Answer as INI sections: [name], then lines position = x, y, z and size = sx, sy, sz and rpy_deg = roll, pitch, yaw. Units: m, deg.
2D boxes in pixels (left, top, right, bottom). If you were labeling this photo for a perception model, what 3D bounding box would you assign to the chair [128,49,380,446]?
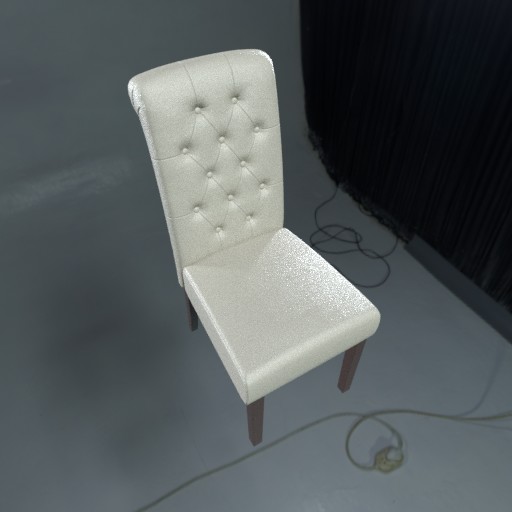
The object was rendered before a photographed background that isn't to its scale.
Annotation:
[chair]
position = 0.000, 0.000, 1.362
size = 0.456, 1.006, 0.671
rpy_deg = -23, 49, -21
